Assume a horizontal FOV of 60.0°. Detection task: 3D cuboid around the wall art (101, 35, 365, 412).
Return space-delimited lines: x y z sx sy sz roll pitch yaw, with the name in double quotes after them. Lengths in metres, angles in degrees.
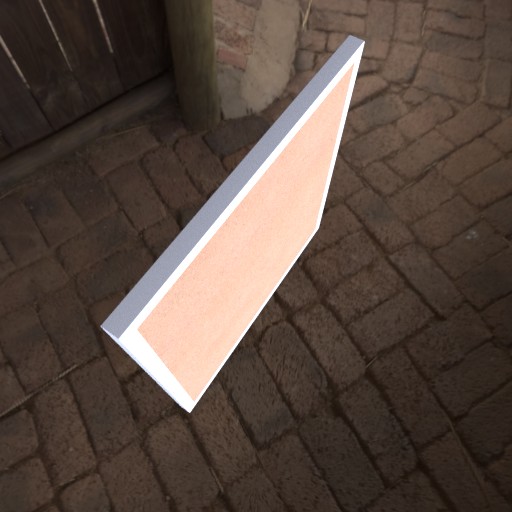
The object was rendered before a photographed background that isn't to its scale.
0.000 0.000 1.119 0.036 0.760 0.760 31 67 15 "wall art"
